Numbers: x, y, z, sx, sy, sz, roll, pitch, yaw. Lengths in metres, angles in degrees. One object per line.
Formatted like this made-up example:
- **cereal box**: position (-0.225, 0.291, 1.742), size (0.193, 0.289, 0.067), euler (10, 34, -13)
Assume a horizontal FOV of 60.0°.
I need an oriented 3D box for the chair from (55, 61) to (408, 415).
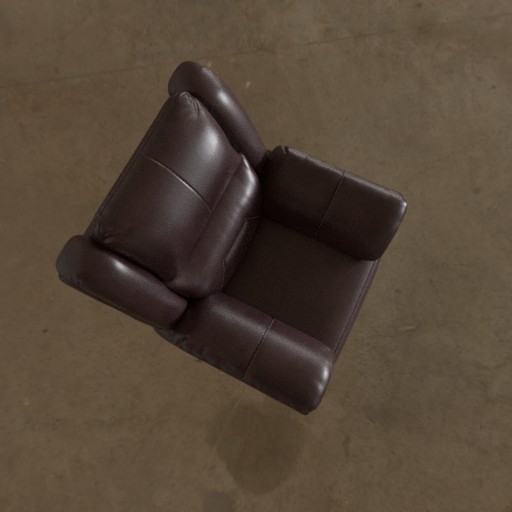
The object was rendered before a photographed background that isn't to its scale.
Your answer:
- **chair**: position (0.000, 0.000, 1.887), size (1.041, 1.093, 0.990), euler (26, 78, 6)
